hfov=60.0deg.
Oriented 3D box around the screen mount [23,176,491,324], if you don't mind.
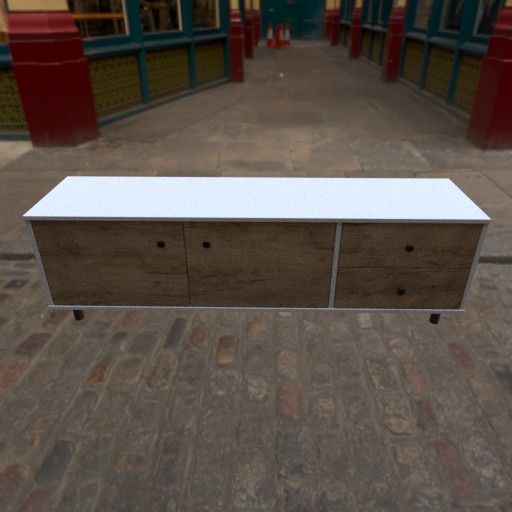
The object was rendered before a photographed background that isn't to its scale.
[{"bbox_3d":[0.000,0.000,1.808,1.600,0.520,0.418,0,30,1],"label":"screen mount"}]
